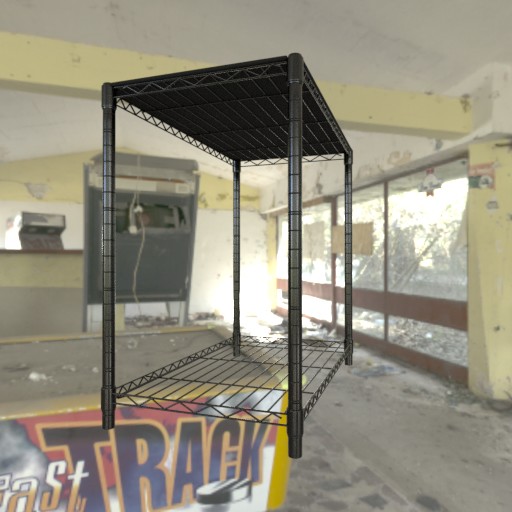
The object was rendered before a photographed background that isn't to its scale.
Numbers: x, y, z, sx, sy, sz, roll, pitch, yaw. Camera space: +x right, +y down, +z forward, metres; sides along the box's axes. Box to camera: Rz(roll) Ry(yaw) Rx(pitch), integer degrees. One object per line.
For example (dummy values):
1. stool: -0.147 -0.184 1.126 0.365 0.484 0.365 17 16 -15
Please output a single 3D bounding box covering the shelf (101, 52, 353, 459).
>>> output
1. shelf: 0.000 0.000 0.942 0.338 0.564 0.589 0 0 19
